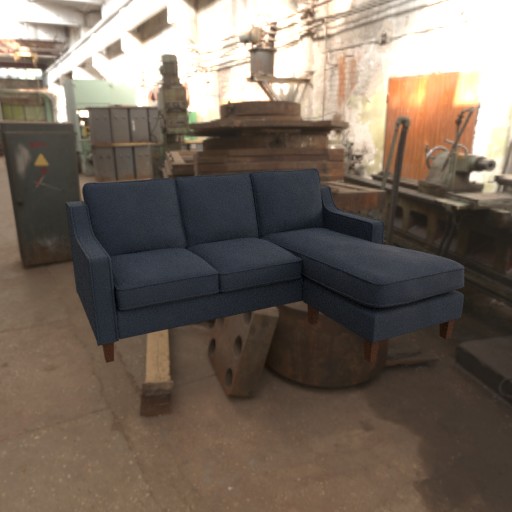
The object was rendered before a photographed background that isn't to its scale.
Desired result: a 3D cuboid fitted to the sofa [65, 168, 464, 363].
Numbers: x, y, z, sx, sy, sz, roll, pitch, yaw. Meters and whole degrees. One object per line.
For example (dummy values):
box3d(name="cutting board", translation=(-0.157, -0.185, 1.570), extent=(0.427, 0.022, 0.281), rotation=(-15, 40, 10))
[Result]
box3d(name="sofa", translation=(0.000, 0.000, 3.214), extent=(2.317, 1.066, 1.858), rotation=(-8, 18, -27))
